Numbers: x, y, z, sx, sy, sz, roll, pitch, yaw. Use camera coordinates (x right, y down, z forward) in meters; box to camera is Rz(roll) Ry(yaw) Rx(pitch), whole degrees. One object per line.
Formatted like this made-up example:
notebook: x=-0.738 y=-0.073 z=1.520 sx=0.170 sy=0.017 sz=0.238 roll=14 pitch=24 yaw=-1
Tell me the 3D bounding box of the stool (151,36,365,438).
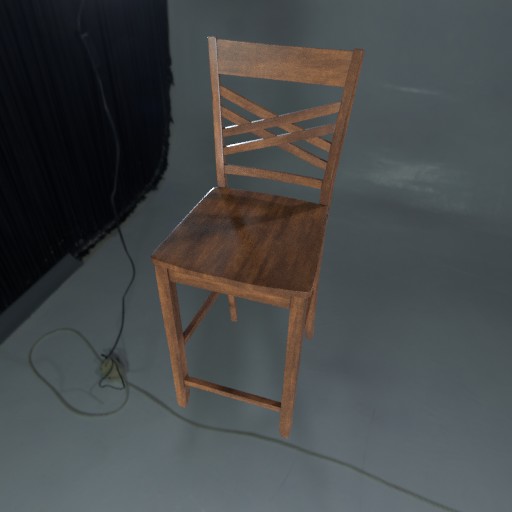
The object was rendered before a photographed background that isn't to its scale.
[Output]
stool: x=0.000 y=0.000 z=1.346 sx=0.426 sy=1.098 sz=0.504 roll=12 pitch=41 yaw=14
